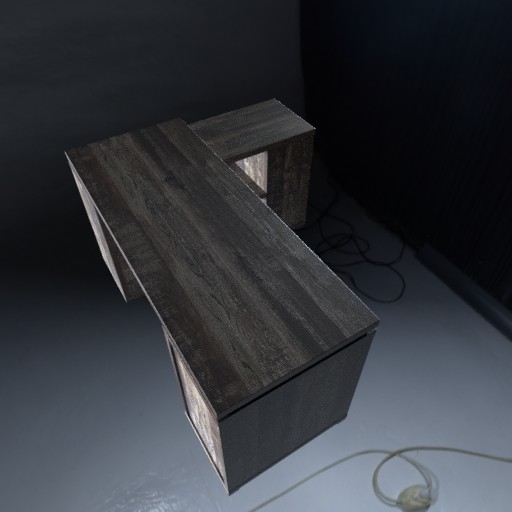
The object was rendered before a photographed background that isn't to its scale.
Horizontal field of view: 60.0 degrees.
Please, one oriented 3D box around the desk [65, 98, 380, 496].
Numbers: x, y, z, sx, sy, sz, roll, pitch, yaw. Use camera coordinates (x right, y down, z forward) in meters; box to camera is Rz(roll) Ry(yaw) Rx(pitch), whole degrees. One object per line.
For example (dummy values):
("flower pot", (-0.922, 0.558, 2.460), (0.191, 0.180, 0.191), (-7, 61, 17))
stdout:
("desk", (0.000, 0.000, 2.156), (1.200, 0.753, 1.524), (-24, 51, -21))
